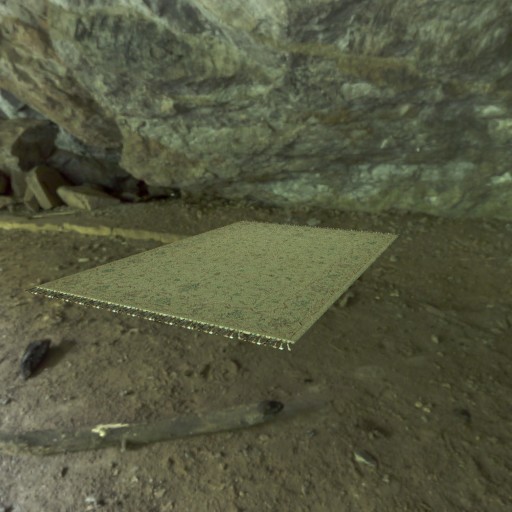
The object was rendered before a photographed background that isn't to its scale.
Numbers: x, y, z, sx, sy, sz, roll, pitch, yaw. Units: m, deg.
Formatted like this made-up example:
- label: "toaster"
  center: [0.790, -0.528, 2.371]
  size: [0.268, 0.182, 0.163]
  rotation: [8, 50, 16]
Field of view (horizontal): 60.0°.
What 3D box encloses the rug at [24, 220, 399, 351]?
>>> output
- label: "rug"
  center: [0.000, 0.000, 3.051]
  size: [1.544, 0.010, 2.435]
  rotation: [7, 16, 26]
